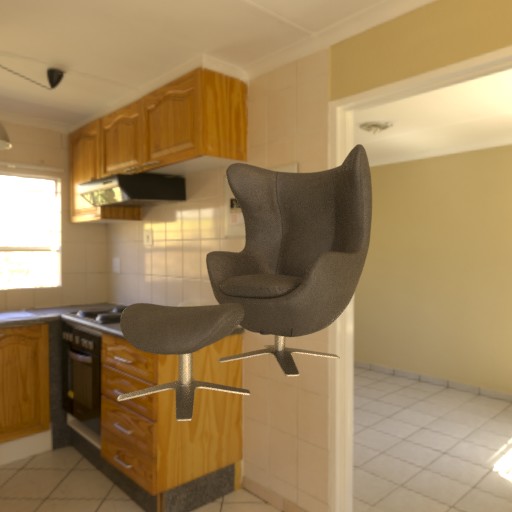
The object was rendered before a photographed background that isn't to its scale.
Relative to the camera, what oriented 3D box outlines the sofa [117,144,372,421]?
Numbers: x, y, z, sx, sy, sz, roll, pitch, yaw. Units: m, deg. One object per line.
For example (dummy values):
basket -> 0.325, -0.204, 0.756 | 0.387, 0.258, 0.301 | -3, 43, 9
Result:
sofa -> 0.000, 0.000, 2.231 | 0.894, 1.135, 1.444 | 1, 1, 37
